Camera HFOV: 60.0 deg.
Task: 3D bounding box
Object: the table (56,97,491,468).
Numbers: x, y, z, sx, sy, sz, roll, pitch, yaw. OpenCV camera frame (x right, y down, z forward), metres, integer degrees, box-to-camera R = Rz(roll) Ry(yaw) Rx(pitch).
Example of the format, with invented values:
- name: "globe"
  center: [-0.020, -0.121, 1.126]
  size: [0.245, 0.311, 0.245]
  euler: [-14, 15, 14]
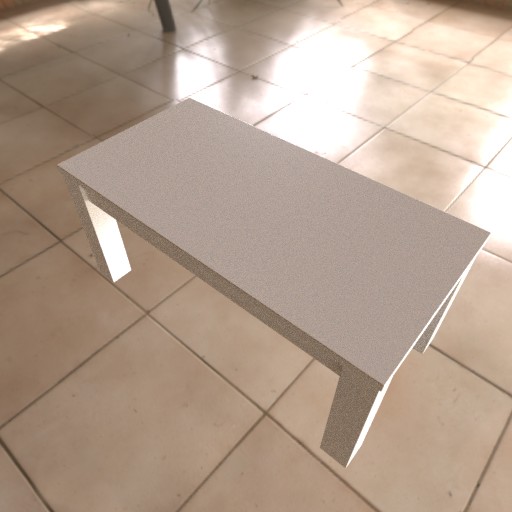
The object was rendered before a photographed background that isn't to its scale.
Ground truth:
- name: "table"
  center: [0.000, 0.000, 2.288]
  size: [1.800, 0.790, 0.900]
  euler: [32, 54, 26]
